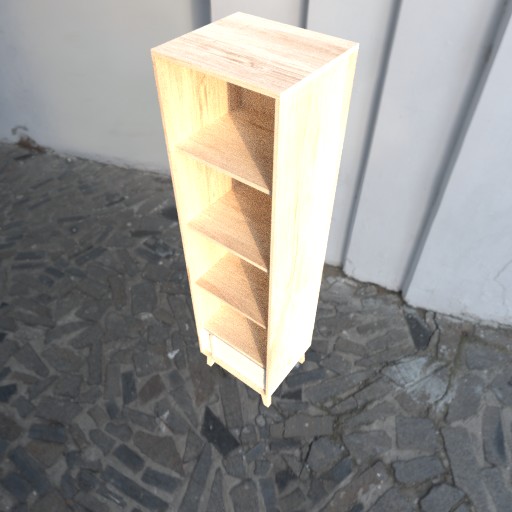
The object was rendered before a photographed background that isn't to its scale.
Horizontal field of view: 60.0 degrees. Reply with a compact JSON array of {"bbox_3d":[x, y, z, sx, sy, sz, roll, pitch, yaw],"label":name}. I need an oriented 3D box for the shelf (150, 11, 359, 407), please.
[{"bbox_3d":[0.000,0.000,2.143,0.510,1.960,0.450,29,52,25],"label":"shelf"}]
